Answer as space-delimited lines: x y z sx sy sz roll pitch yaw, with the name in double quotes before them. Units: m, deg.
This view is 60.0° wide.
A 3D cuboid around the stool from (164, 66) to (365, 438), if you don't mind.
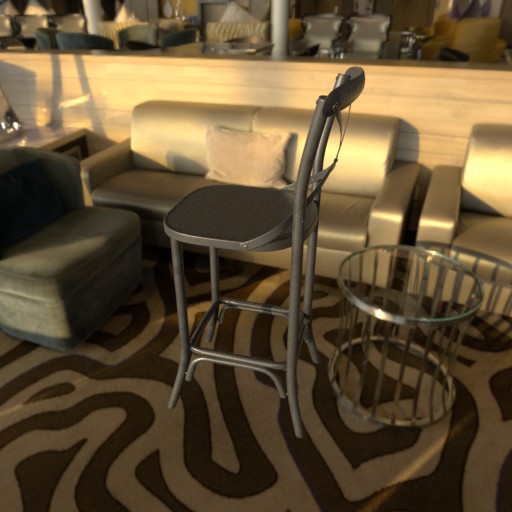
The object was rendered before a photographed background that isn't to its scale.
"stool" 0.000 0.000 1.487 0.584 1.168 0.457 8 30 13
